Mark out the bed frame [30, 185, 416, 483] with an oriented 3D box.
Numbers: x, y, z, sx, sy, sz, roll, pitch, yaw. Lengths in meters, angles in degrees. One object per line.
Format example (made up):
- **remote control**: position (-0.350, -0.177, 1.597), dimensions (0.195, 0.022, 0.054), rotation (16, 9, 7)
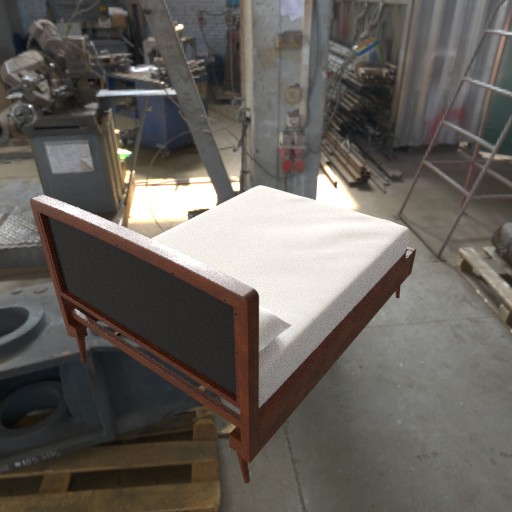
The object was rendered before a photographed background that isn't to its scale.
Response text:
- **bed frame**: position (0.000, 0.000, 3.152), dimensions (1.587, 1.279, 2.171), rotation (22, 37, 31)
